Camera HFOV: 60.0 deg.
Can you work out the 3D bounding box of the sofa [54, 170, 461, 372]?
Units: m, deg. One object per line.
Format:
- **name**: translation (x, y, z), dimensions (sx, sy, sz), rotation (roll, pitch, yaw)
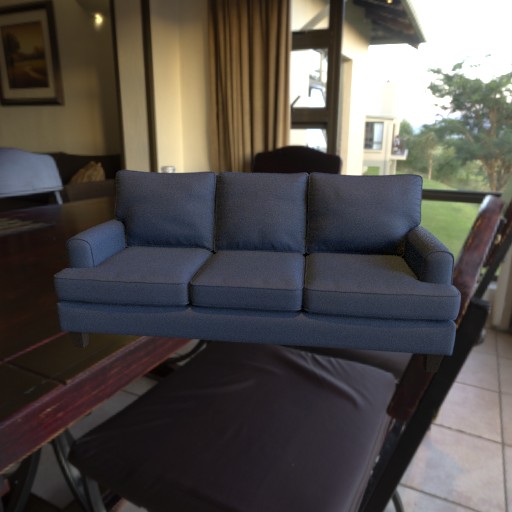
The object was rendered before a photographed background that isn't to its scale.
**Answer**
- **sofa**: translation (0.000, 0.000, 2.713), dimensions (2.158, 0.965, 0.951), rotation (2, 16, 7)
